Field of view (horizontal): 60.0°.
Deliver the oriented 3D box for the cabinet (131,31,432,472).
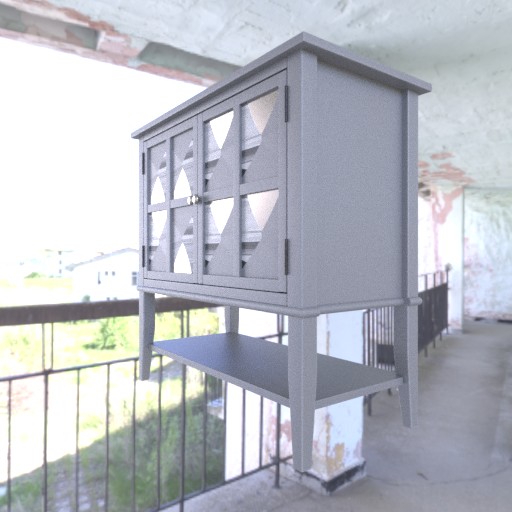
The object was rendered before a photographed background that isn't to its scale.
[{"bbox_3d":[0.000,0.000,1.205,0.396,0.780,0.801,0,0,-37],"label":"cabinet"}]
